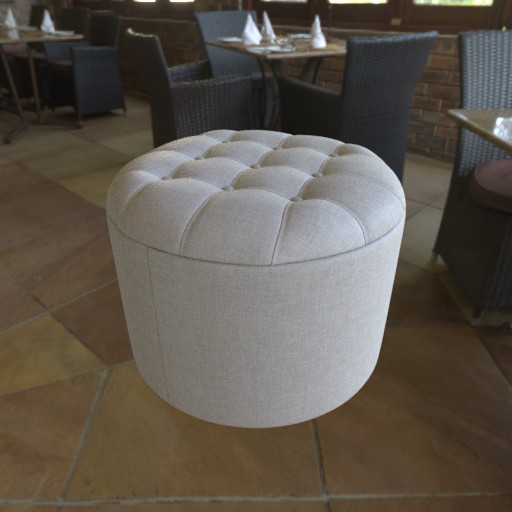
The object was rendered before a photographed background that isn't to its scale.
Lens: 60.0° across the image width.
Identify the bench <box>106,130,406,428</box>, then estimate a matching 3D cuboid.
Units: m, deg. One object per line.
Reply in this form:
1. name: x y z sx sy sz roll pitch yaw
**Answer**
1. bench: 0.000 0.000 0.996 0.600 0.453 0.600 0 31 0
